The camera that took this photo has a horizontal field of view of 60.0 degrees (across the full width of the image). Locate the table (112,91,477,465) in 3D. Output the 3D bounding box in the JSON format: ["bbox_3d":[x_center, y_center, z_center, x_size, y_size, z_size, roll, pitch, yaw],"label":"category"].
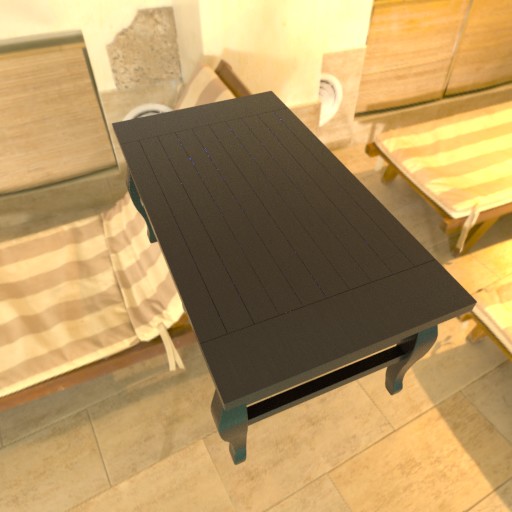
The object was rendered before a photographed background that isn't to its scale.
[{"bbox_3d":[0.000,0.000,1.392,0.600,0.494,1.062,-17,49,-16],"label":"table"}]
